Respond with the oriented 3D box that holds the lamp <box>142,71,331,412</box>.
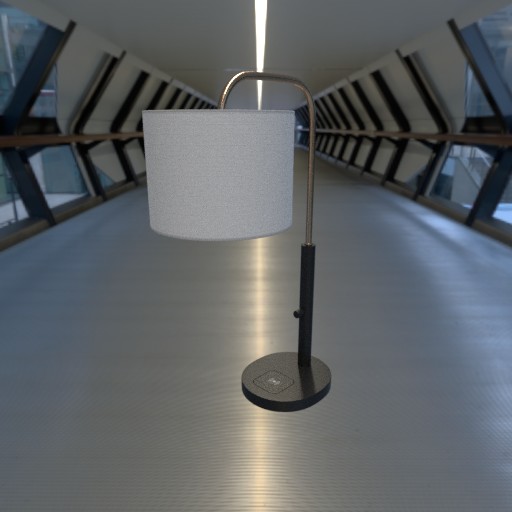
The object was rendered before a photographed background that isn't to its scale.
[{"bbox_3d":[0.000,0.000,0.699,0.199,0.540,0.337,16,23,42],"label":"lamp"}]
